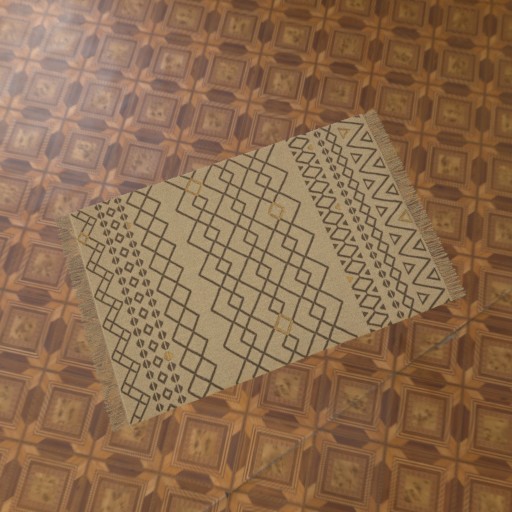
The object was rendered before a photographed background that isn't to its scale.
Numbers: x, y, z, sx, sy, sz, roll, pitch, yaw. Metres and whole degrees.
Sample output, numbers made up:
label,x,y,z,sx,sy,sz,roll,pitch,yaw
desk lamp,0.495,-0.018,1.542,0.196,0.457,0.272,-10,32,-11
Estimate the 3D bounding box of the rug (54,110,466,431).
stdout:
label,x,y,z,sx,sy,sz,roll,pitch,yaw
rug,0.000,0.000,3.022,2.472,0.035,1.495,-20,76,-5
